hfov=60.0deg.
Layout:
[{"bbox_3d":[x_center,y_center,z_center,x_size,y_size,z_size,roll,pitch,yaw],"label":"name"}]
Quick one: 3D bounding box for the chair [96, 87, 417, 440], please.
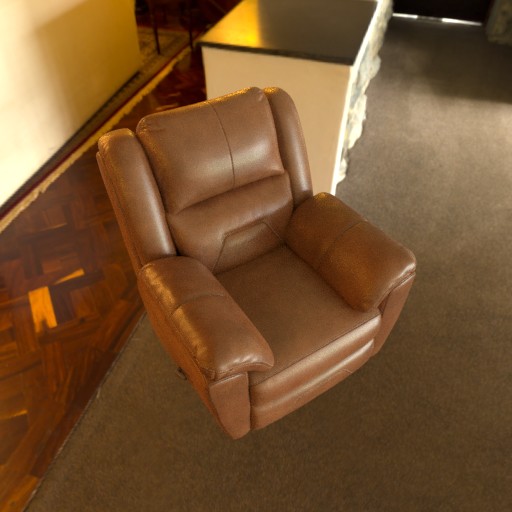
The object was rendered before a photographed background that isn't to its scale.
[{"bbox_3d":[0.000,0.000,1.942,0.990,1.093,1.041,-24,50,-22],"label":"chair"}]
